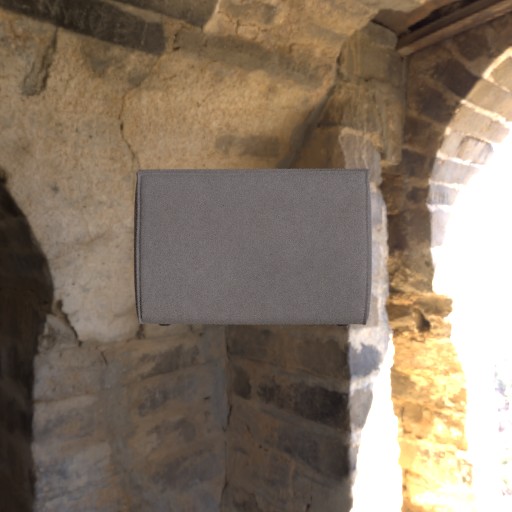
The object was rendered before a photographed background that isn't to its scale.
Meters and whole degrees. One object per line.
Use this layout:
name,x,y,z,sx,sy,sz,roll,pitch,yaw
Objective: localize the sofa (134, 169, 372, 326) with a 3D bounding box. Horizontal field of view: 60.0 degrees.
sofa,0.000,0.000,3.146,1.038,0.680,2.697,0,-1,1
